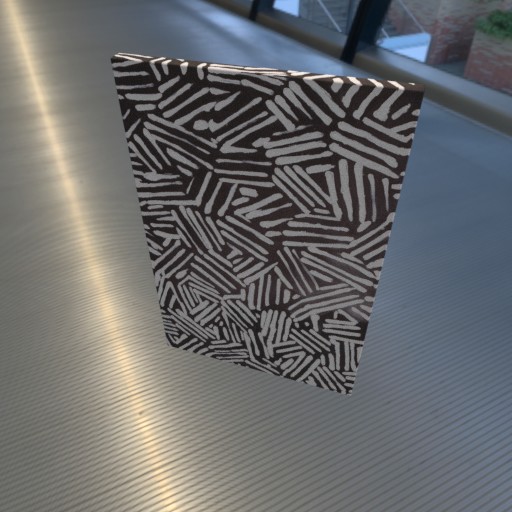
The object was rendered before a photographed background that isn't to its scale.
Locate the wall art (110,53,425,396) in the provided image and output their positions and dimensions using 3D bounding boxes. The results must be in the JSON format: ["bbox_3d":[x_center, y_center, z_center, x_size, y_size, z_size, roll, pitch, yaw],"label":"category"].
[{"bbox_3d":[0.000,0.000,1.132,0.615,0.918,0.035,12,41,14],"label":"wall art"}]
